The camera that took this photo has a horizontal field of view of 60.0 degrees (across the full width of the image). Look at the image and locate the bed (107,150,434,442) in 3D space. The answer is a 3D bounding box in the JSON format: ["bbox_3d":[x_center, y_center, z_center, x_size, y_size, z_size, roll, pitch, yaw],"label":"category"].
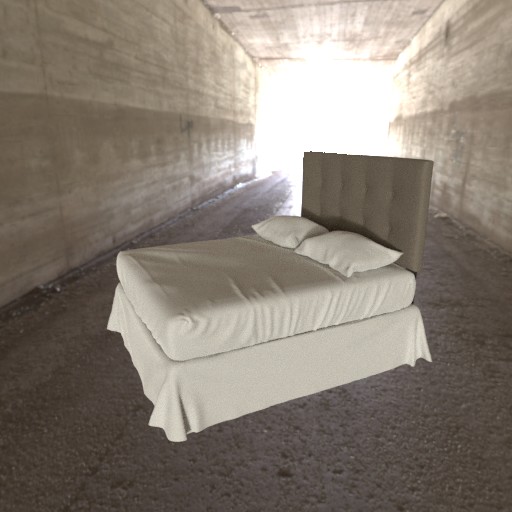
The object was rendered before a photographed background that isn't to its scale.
[{"bbox_3d":[0.000,0.000,3.627,2.222,1.577,1.936,-8,18,-26],"label":"bed"}]
